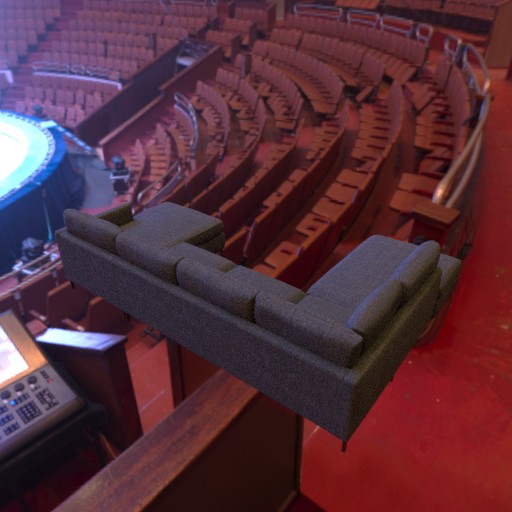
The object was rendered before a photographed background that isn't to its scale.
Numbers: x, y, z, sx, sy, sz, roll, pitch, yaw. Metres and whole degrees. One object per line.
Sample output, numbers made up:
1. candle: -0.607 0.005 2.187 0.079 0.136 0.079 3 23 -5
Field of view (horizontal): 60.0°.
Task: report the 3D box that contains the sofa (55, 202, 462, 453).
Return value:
1. sofa: 0.000 0.000 3.601 2.737 0.753 1.879 21 37 32
